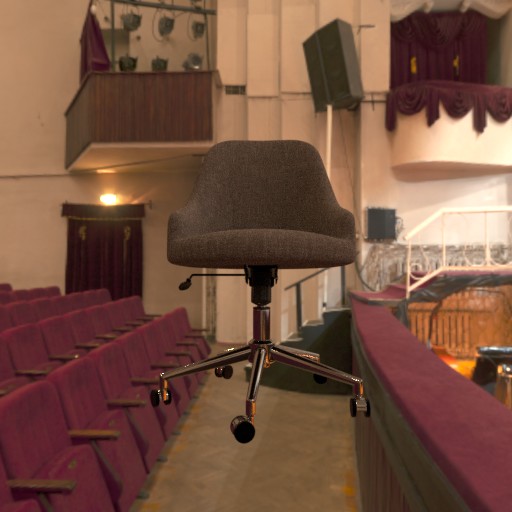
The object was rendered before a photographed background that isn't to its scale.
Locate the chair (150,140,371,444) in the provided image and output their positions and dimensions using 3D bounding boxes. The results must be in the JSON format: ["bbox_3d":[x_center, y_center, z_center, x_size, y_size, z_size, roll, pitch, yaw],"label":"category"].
[{"bbox_3d":[0.000,0.000,1.463,0.671,0.950,0.712,0,-1,1],"label":"chair"}]
